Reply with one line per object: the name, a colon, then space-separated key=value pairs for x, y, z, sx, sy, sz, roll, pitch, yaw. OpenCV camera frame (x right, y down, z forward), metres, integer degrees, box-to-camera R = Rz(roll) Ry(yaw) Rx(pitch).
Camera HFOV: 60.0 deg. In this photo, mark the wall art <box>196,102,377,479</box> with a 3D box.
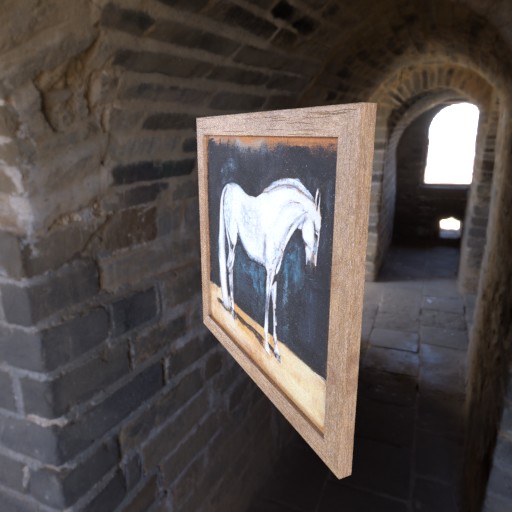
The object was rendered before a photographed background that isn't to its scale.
wall art: x=0.000 y=0.000 z=0.956 sx=0.026 sy=0.588 sz=0.690 roll=-7 pitch=17 yaw=-24
